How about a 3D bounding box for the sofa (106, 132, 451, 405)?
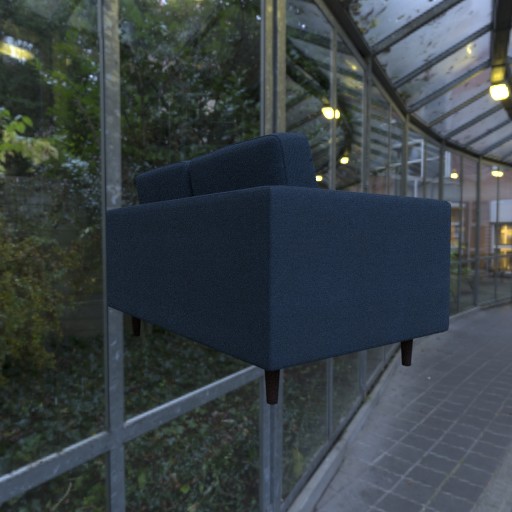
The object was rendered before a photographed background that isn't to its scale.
[{"bbox_3d":[0.000,0.000,2.192,0.999,0.930,1.518,-2,3,-36],"label":"sofa"}]
